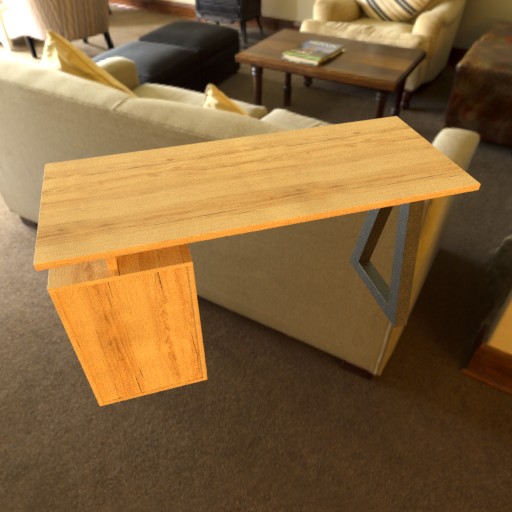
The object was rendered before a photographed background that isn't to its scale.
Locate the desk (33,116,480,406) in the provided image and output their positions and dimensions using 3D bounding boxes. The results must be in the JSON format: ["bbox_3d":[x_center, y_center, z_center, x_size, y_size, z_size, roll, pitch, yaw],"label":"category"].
[{"bbox_3d":[0.000,0.000,1.779,1.400,0.760,0.550,-11,43,-12],"label":"desk"}]
